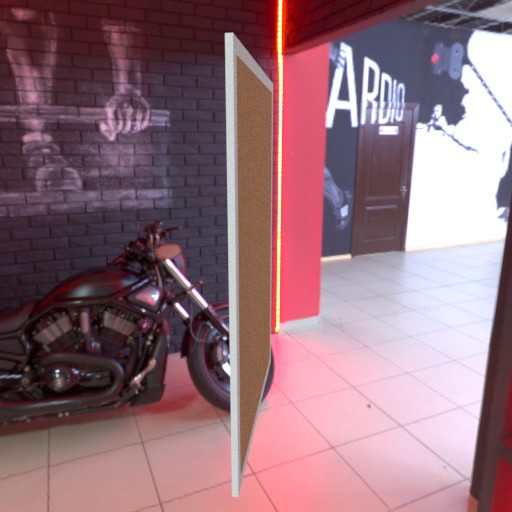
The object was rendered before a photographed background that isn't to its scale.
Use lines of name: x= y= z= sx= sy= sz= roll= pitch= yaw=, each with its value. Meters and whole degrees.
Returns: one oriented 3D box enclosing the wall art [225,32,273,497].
wall art: x=0.000 y=0.000 z=1.208 sx=0.015 sy=0.965 sz=0.660 roll=2 pitch=14 yaw=8
